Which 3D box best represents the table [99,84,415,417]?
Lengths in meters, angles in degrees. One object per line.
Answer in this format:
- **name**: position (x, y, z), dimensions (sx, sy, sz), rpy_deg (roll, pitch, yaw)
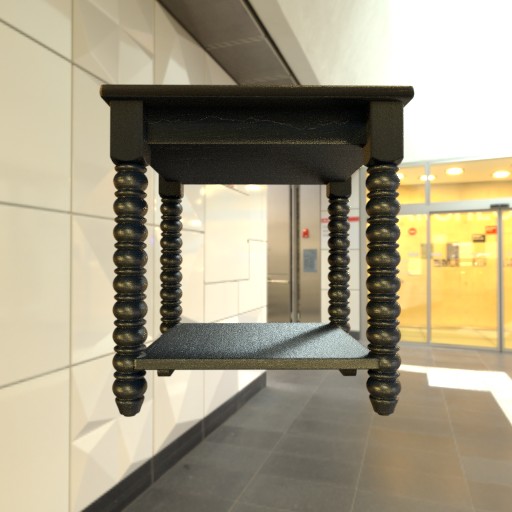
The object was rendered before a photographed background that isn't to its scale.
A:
- **table**: position (0.000, 0.000, 0.987), dimensions (0.533, 0.567, 0.500), rpy_deg (0, -1, -1)
